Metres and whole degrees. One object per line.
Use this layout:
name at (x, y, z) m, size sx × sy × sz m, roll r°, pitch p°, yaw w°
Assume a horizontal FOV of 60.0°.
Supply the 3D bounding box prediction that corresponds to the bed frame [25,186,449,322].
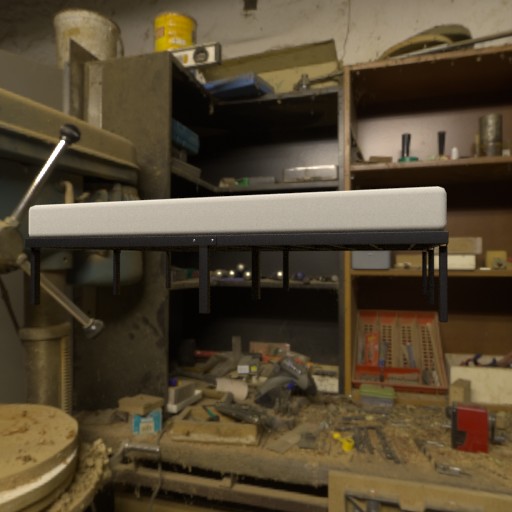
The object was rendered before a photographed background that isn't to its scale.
bed frame at (0.000, 0.000, 3.514) m, size 2.635 × 0.680 × 1.990 m, roll 0°, pitch 0°, yaw 18°
